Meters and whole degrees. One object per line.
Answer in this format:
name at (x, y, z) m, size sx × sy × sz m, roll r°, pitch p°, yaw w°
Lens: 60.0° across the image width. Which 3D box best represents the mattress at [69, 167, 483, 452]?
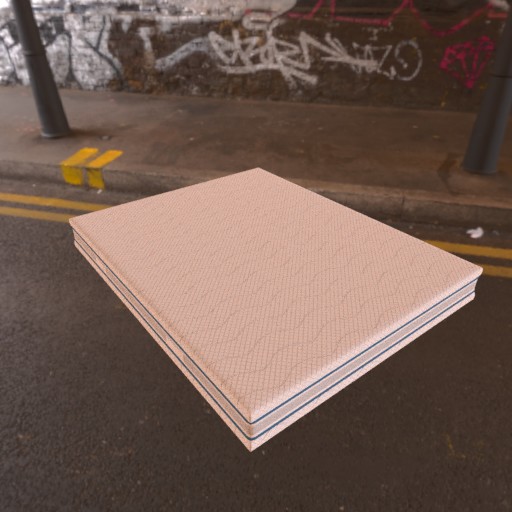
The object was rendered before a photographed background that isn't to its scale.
mattress at (0.000, 0.000, 2.732) m, size 1.600 × 0.230 × 2.000 m, roll -22°, pitch 37°, yaw -32°
